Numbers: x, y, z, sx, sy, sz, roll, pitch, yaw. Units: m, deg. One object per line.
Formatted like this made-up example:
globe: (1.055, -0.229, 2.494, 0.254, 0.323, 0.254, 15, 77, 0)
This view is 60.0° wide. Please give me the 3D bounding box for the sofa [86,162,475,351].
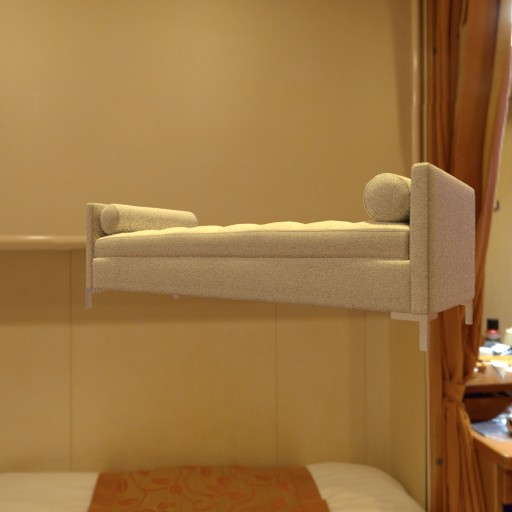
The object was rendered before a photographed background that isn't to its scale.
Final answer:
sofa: (0.000, 0.000, 2.453, 2.102, 0.655, 0.797, 0, 0, 37)
